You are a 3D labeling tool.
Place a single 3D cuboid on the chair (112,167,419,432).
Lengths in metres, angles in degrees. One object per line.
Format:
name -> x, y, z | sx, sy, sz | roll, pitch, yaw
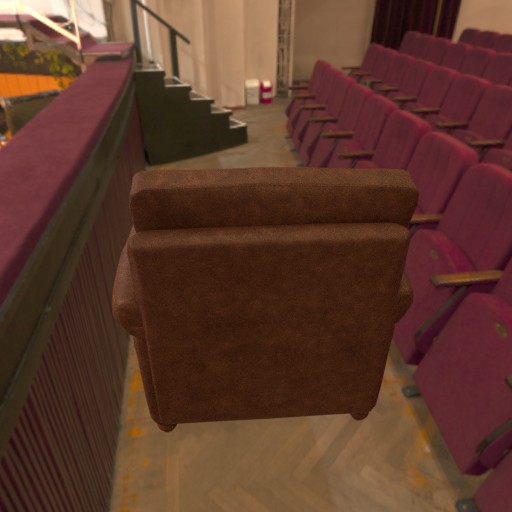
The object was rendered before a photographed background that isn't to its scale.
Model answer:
chair -> 0.000, 0.000, 1.783 | 0.996, 0.976, 1.002 | -2, 31, -4
